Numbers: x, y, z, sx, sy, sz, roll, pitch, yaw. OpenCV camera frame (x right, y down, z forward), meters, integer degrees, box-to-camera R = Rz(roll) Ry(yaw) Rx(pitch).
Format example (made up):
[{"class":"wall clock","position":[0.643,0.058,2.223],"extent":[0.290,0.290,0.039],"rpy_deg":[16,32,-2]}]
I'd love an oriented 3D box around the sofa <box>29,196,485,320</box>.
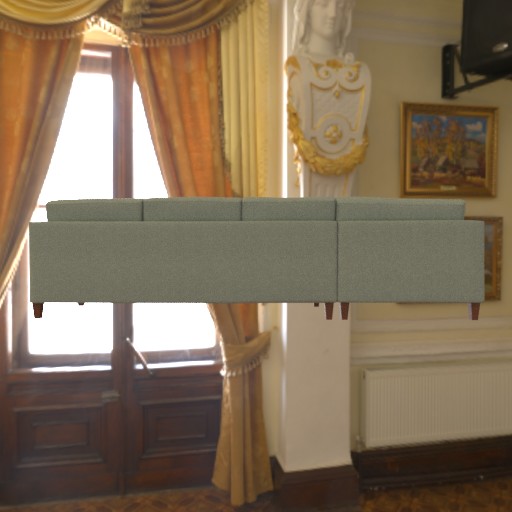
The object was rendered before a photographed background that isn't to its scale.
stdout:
[{"class":"sofa","position":[0.000,0.000,4.114],"extent":[3.470,0.953,1.600],"rpy_deg":[0,0,1]}]
